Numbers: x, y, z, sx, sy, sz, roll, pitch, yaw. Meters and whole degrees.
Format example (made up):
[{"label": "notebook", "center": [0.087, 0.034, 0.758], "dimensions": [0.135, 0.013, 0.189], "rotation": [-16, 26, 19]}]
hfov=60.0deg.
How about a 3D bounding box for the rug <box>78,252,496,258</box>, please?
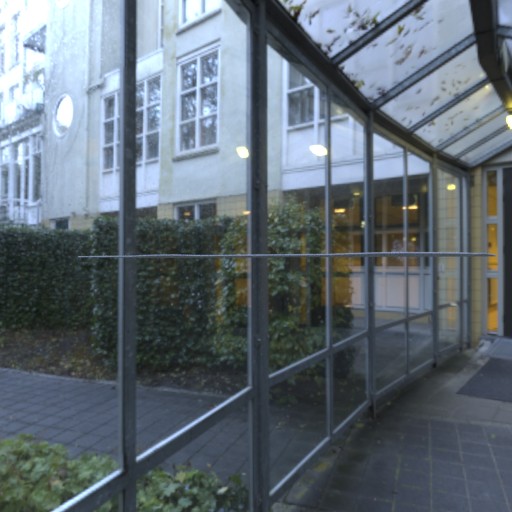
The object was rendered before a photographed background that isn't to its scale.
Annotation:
[{"label": "rug", "center": [0.000, 0.000, 2.639], "dimensions": [2.439, 0.013, 0.762], "rotation": [0, -1, 35]}]
